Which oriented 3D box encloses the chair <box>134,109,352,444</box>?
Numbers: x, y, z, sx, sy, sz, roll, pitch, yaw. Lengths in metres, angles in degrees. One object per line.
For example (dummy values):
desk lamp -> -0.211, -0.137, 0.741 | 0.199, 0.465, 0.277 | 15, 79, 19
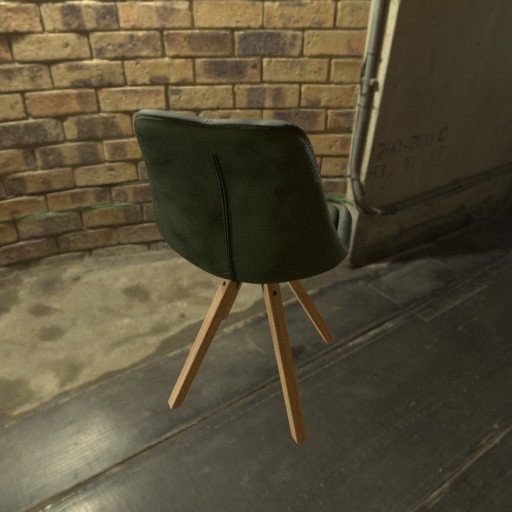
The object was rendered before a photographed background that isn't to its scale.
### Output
chair -> 0.000, 0.000, 1.188 | 0.483, 0.865, 0.547 | 10, 33, 15
